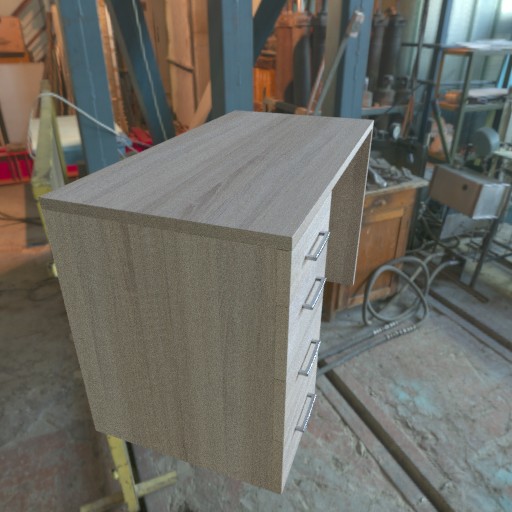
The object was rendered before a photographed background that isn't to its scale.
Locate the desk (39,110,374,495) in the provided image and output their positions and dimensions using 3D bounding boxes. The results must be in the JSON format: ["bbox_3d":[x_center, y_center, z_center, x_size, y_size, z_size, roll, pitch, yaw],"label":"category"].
[{"bbox_3d":[0.000,0.000,1.499,0.600,0.731,1.100,10,30,18],"label":"desk"}]
